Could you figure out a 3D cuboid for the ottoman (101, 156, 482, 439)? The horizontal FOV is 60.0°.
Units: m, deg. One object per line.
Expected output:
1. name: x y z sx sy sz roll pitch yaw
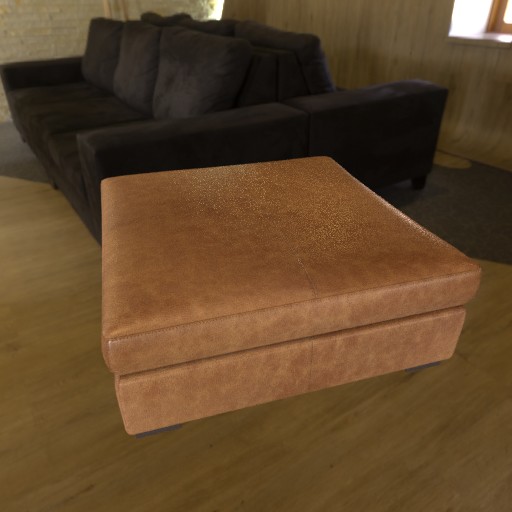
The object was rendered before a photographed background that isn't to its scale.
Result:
1. ottoman: 0.000 0.000 1.815 1.168 0.483 1.169 -9 32 -14
